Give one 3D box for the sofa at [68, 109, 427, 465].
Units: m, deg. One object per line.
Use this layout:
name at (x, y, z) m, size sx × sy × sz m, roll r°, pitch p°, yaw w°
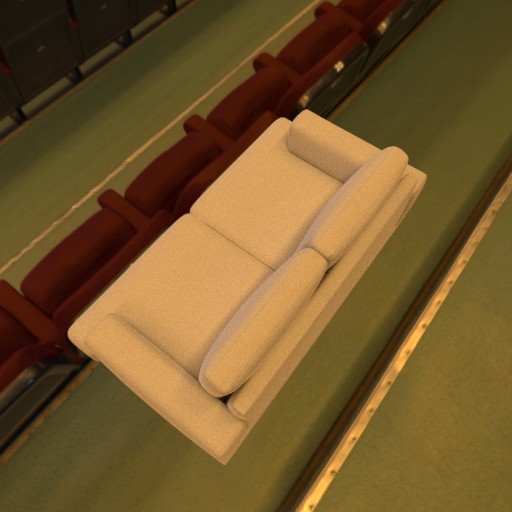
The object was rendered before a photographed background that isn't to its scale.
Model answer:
sofa at (0.000, 0.000, 2.129) m, size 0.915 × 0.810 × 1.651 m, roll 34°, pitch 68°, yaw 16°
